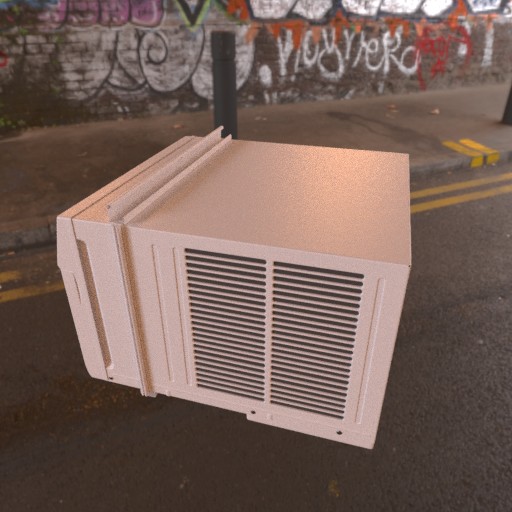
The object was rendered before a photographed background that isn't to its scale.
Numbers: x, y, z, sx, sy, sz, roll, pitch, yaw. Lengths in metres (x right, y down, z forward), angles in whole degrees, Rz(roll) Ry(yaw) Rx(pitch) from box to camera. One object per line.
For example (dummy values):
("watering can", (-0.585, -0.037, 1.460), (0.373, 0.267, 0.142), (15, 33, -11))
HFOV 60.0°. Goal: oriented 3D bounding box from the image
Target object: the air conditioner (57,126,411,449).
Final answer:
("air conditioner", (0.000, 0.000, 0.899), (0.546, 0.388, 0.503), (8, 31, 14))
